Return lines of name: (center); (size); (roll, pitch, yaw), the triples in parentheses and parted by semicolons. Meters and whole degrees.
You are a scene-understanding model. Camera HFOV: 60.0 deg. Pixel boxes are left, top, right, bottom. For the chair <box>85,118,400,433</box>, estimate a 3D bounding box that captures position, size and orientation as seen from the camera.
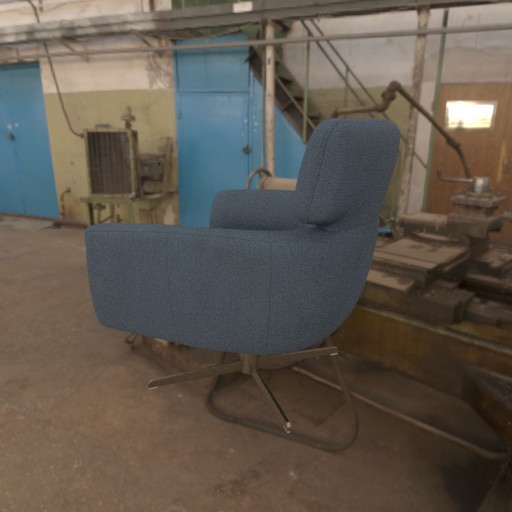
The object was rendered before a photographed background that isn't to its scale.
chair: (0.000, 0.000, 1.371); (0.761, 0.813, 0.738); (8, 19, 24)
